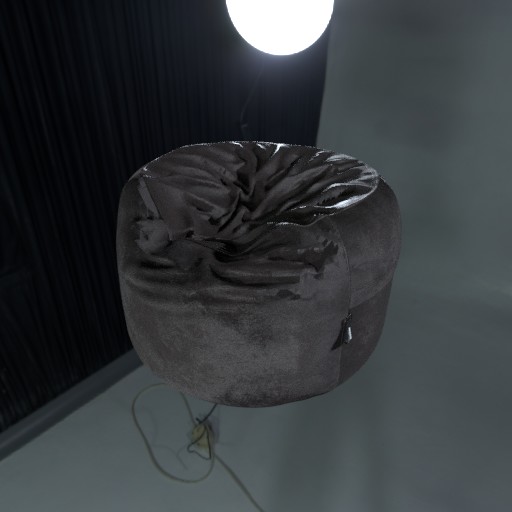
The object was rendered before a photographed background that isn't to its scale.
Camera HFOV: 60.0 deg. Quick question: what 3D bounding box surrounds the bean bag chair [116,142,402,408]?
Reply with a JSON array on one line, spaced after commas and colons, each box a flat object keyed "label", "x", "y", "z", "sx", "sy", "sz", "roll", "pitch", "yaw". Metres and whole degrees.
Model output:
[{"label": "bean bag chair", "x": 0.000, "y": 0.000, "z": 1.502, "sx": 0.918, "sy": 0.605, "sz": 0.918, "roll": 0, "pitch": 29, "yaw": 0}]
